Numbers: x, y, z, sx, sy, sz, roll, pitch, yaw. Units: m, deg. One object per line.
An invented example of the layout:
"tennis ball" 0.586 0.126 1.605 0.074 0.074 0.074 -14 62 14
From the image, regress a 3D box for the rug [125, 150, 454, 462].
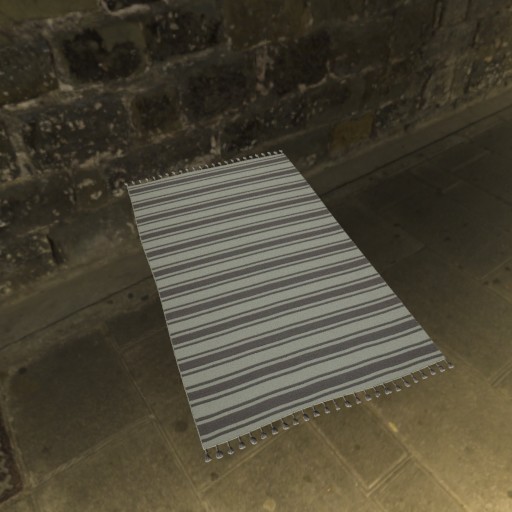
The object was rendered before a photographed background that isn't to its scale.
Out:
"rug" 0.000 0.000 2.640 1.229 0.011 2.096 -15 47 -15
